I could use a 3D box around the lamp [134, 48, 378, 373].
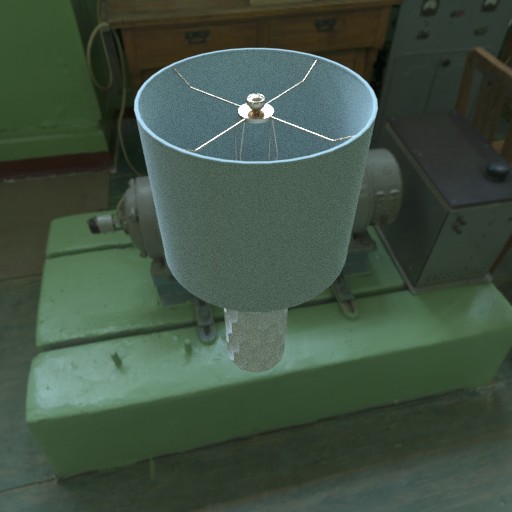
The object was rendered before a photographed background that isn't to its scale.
[{"bbox_3d":[0.000,0.000,0.703,0.277,0.534,0.277,-10,47,-10],"label":"lamp"}]
